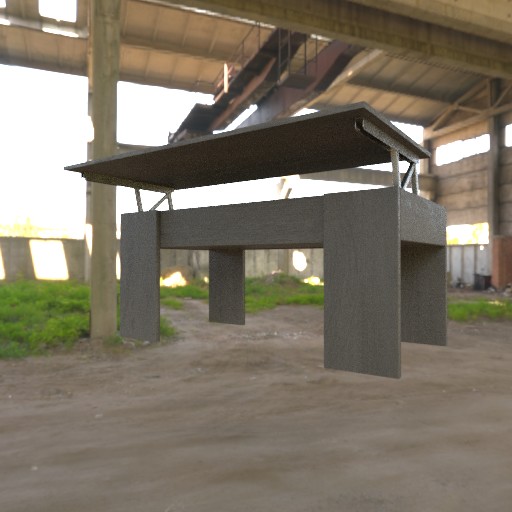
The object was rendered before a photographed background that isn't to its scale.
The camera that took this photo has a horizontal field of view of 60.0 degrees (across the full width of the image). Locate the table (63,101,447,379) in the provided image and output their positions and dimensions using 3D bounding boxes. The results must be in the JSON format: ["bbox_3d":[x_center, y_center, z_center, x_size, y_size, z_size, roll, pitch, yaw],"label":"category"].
[{"bbox_3d":[0.000,0.000,1.408,1.000,0.570,0.711,-1,-1,35],"label":"table"}]
